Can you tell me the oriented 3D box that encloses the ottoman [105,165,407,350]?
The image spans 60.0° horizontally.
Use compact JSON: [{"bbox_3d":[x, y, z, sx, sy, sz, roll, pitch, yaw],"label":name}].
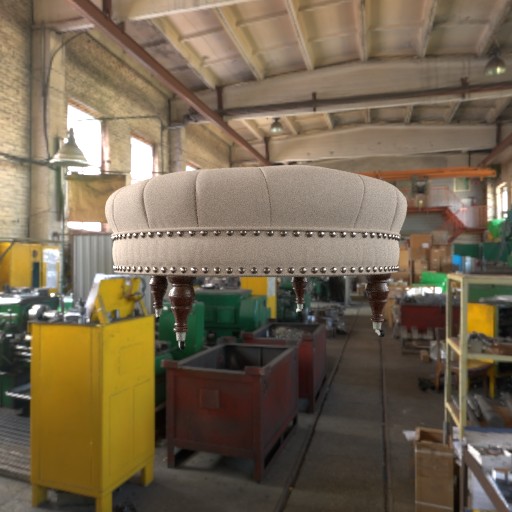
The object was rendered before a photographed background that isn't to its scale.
[{"bbox_3d":[0.000,0.000,1.382,0.901,0.439,0.901,0,0,0],"label":"ottoman"}]
